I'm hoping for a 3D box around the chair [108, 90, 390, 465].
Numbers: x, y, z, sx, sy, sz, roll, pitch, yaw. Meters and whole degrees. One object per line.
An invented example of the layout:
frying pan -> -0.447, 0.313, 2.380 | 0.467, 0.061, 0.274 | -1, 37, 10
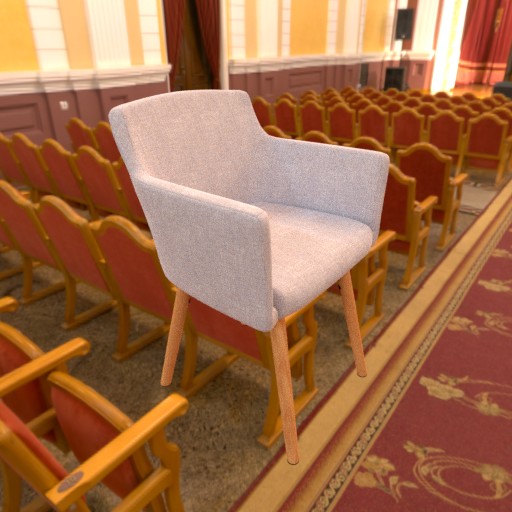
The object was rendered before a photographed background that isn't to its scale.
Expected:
chair -> 0.000, 0.000, 1.154 | 0.540, 0.780, 0.570 | 18, 31, 33
